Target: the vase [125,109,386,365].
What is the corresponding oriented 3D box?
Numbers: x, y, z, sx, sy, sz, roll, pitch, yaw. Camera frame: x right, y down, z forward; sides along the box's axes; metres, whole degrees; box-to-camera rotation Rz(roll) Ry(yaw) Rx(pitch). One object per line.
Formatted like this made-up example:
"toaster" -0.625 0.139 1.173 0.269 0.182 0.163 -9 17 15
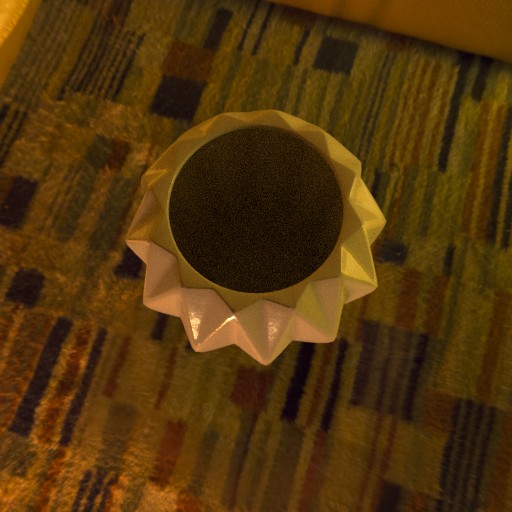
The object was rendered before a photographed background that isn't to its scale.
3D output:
"vase" 0.000 0.000 0.409 0.195 0.275 0.195 0 77 0
